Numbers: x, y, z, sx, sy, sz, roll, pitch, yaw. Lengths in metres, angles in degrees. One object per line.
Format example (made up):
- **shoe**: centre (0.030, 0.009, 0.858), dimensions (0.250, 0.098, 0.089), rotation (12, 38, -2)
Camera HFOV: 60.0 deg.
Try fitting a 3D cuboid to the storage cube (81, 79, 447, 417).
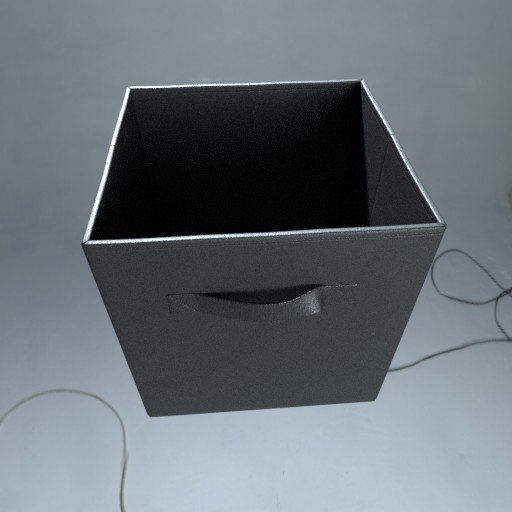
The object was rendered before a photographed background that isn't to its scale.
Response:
- **storage cube**: centre (0.000, 0.000, 0.499), dimensions (0.270, 0.280, 0.270), rotation (-3, 45, -3)
